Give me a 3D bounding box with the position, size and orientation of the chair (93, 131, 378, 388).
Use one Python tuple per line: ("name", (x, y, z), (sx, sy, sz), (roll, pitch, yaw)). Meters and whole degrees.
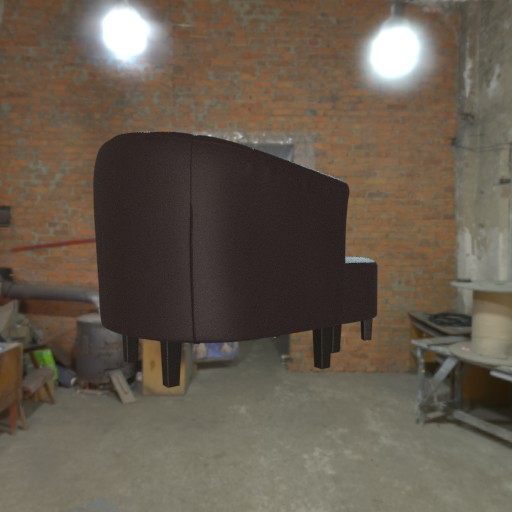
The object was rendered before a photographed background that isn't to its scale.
("chair", (0.000, 0.000, 1.723), (1.191, 0.760, 0.763), (-1, 2, -36))
